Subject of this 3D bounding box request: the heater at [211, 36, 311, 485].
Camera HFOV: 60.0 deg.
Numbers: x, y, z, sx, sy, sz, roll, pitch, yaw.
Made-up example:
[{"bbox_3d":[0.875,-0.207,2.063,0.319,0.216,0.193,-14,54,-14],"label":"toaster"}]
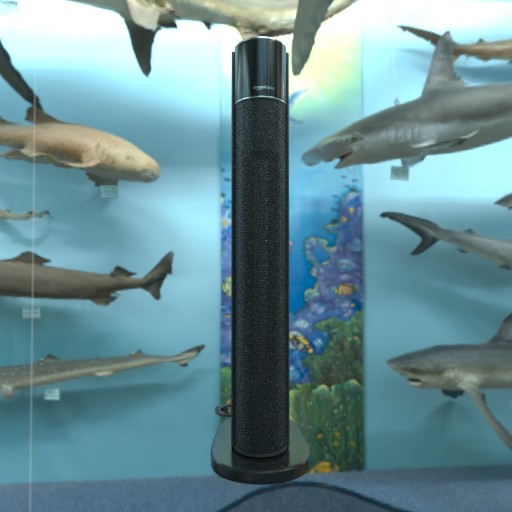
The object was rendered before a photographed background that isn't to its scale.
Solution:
[{"bbox_3d":[0.000,0.000,1.043,0.214,0.856,0.458,0,-1,-2],"label":"heater"}]
